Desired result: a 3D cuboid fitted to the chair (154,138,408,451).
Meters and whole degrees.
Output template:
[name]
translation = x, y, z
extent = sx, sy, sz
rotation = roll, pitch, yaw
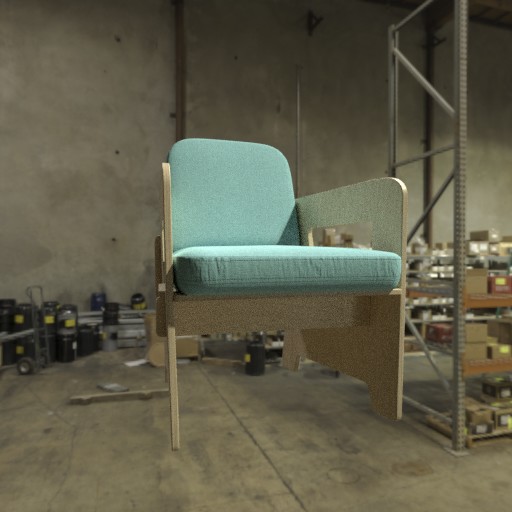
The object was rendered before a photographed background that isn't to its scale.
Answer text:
[chair]
translation = 0.000, 0.000, 1.258
extent = 0.590, 0.800, 0.710
rotation = 0, 0, -18
